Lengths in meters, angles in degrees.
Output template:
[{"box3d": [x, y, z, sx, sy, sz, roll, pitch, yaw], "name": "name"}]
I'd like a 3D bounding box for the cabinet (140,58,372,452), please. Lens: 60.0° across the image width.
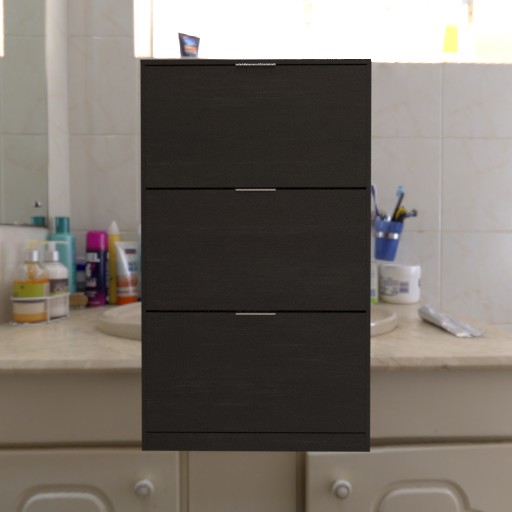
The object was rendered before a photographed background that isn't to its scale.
[{"box3d": [0.000, 0.000, 1.556, 0.750, 1.280, 0.250, 0, 1, 1], "name": "cabinet"}]
